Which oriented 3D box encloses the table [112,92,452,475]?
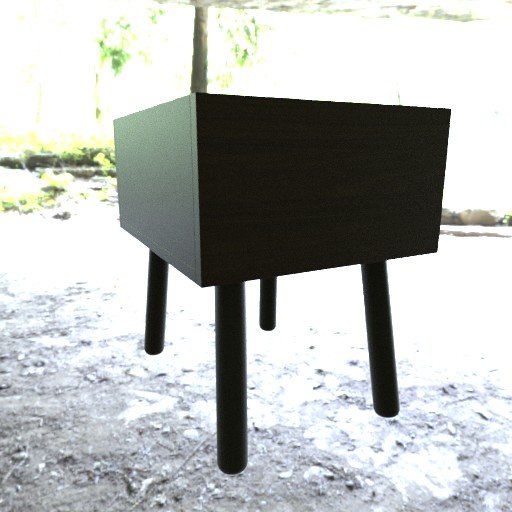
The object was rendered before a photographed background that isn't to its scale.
[{"bbox_3d":[0.000,0.000,0.771,0.370,0.470,0.450,-7,15,-27],"label":"table"}]
